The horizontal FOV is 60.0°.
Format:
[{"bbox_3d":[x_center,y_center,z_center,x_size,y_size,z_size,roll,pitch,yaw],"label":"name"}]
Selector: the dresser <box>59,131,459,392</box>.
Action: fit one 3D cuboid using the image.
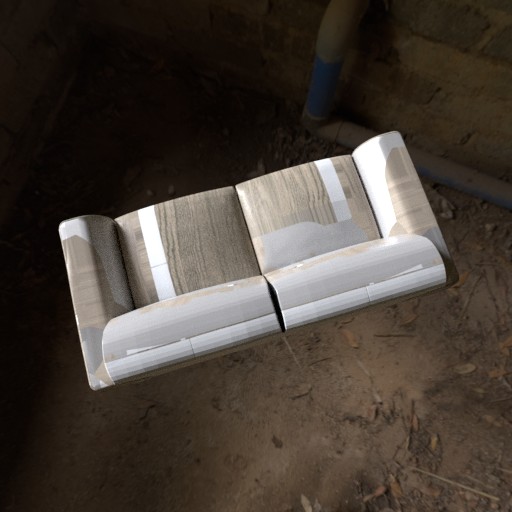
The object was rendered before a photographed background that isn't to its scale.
[{"bbox_3d":[0.000,0.000,5.833,4.679,1.863,2.251,-16,77,-4],"label":"dresser"}]
